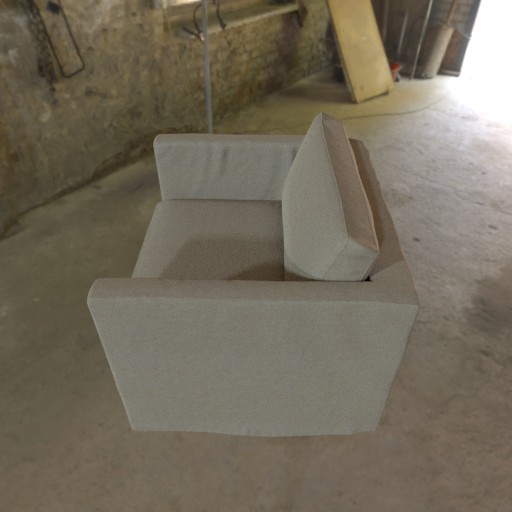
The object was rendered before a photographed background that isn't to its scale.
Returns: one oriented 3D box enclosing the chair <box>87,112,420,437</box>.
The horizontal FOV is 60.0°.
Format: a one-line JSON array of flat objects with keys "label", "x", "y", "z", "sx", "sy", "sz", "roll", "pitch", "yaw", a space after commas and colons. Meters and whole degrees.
[{"label": "chair", "x": 0.000, "y": 0.000, "z": 1.762, "sx": 0.949, "sy": 0.863, "sz": 1.057, "roll": 1, "pitch": 41, "yaw": 1}]
